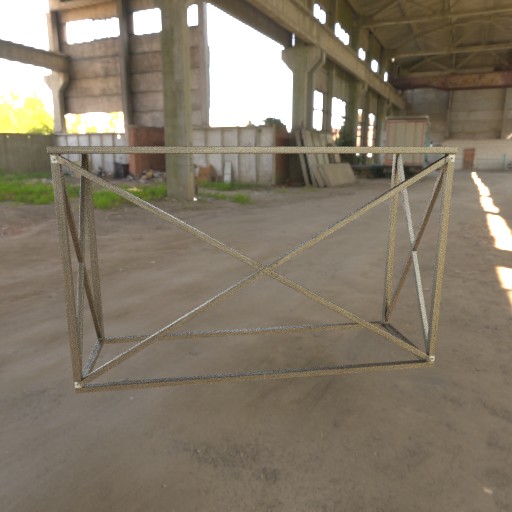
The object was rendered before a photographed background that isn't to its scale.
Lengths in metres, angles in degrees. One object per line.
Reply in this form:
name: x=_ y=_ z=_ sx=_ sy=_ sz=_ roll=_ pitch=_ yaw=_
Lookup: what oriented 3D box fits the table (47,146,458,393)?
table: x=0.000 y=0.000 z=1.577 sx=1.216 sy=0.753 sz=0.402 roll=-2 pitch=14 yaw=-8
